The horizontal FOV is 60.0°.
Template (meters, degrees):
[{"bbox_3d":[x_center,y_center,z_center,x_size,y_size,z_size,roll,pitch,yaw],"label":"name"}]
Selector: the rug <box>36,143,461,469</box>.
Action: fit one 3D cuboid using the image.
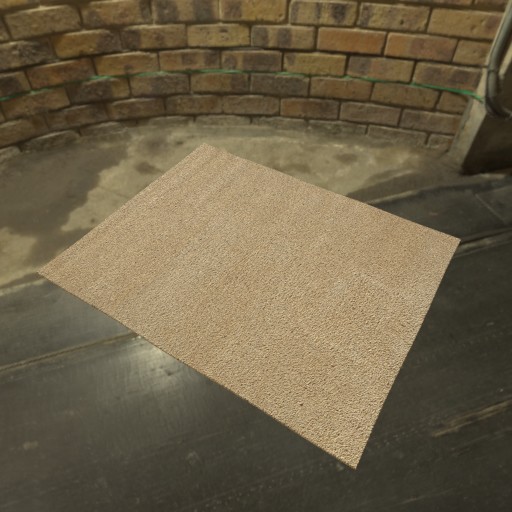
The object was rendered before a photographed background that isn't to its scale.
[{"bbox_3d":[0.000,0.000,3.994,3.000,0.025,2.400,25,52,22],"label":"rug"}]
